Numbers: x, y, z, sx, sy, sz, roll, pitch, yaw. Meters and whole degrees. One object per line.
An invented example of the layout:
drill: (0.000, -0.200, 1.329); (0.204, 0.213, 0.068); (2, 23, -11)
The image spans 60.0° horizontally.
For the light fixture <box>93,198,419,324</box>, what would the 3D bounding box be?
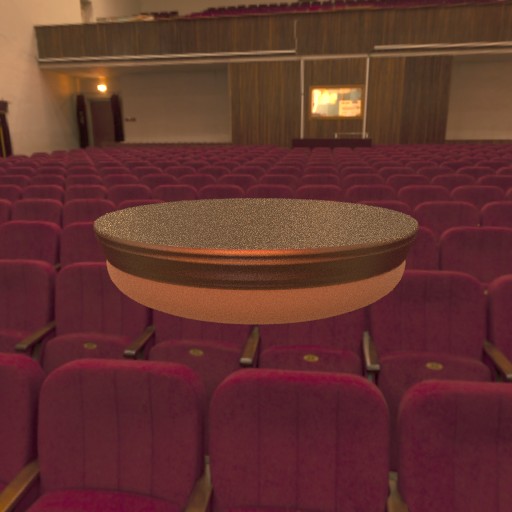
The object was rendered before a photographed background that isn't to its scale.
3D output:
light fixture: (0.000, 0.000, 0.542); (0.368, 0.100, 0.368); (0, 14, 0)
